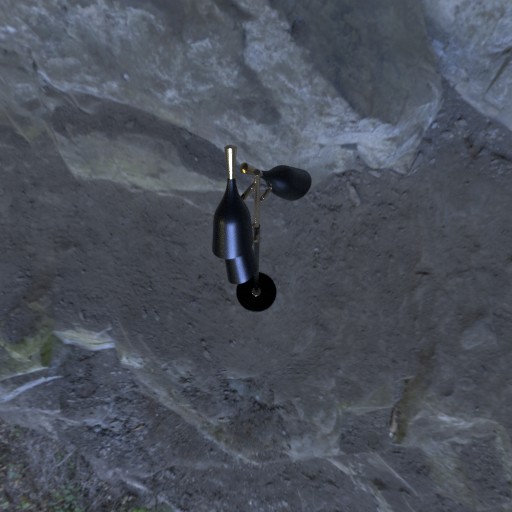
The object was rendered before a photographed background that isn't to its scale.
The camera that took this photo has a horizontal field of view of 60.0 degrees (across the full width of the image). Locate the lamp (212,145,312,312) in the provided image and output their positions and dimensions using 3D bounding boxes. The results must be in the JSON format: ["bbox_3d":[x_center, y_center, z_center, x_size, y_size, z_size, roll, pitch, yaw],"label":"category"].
[{"bbox_3d":[0.000,0.000,1.914,0.253,1.778,0.434,36,78,9],"label":"lamp"}]
